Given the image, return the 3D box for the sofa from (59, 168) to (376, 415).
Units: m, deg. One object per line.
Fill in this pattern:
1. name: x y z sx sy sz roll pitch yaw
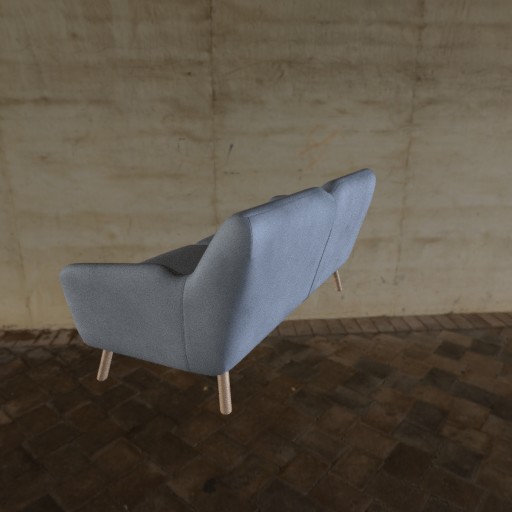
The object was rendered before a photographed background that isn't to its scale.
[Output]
1. sofa: 0.000 0.000 2.337 0.850 0.810 1.870 8 19 26
